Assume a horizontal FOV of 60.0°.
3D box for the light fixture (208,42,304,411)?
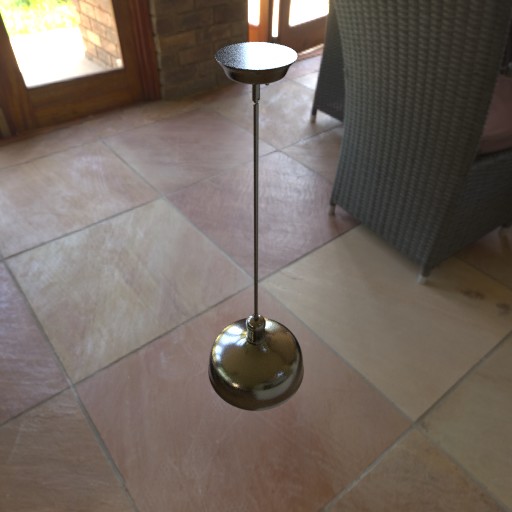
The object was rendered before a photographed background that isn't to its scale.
[{"bbox_3d":[0.000,0.000,1.080,0.299,0.935,0.299,-25,48,-25],"label":"light fixture"}]
